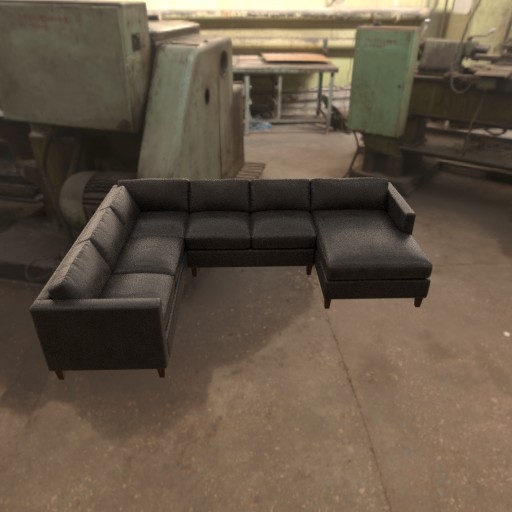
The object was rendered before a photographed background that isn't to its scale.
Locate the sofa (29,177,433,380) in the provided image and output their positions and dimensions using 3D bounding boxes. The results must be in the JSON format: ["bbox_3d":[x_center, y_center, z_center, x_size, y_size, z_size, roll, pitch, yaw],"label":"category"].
[{"bbox_3d":[0.000,0.000,4.405,3.324,0.891,2.452,-1,30,-1],"label":"sofa"}]
